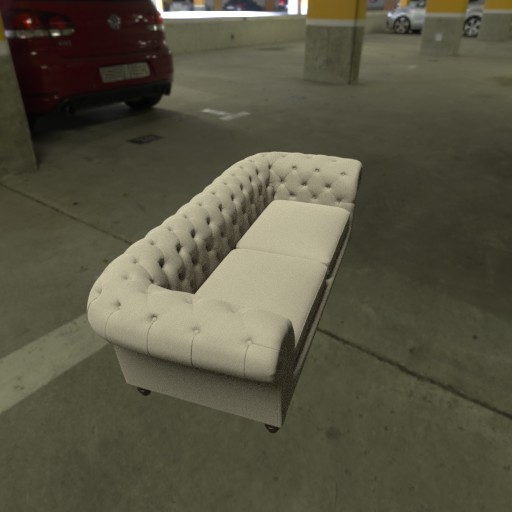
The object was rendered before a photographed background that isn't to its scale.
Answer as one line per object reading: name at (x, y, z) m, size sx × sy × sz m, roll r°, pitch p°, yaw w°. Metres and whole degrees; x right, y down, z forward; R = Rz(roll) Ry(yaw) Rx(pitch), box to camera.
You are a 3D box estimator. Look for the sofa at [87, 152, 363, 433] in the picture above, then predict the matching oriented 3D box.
sofa at (0.000, 0.000, 2.836) m, size 0.991 × 0.749 × 2.411 m, roll 10°, pitch 31°, yaw 17°
